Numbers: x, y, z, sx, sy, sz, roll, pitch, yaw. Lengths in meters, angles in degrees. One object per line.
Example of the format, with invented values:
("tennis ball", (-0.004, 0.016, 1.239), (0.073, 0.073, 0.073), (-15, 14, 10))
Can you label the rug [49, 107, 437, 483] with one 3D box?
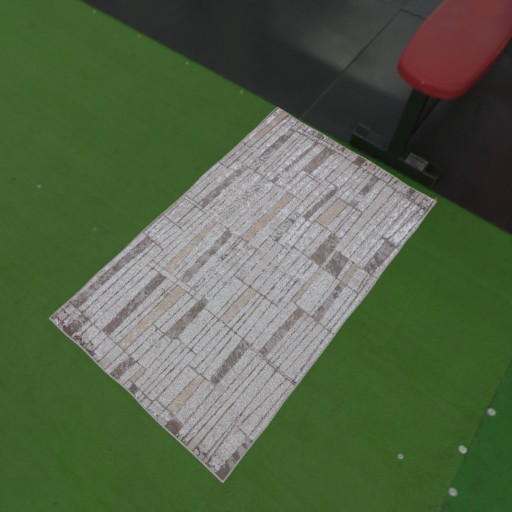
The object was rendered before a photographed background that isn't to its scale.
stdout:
("rug", (0.000, 0.000, 3.124), (1.531, 0.023, 2.444), (36, 68, 17))
